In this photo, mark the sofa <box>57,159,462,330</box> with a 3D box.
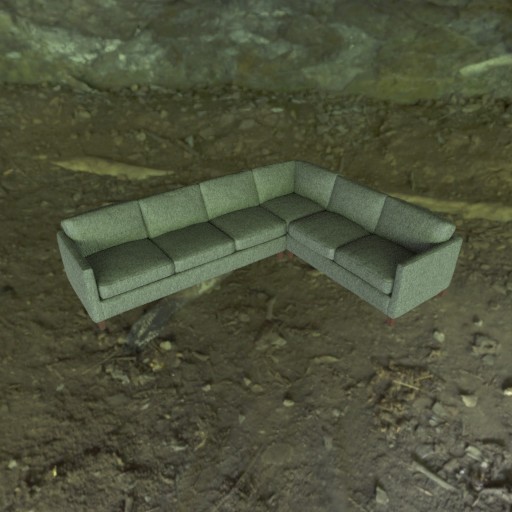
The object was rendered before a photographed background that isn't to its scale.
[{"bbox_3d":[0.000,0.000,4.600,3.302,0.947,2.593,-21,37,-30],"label":"sofa"}]
